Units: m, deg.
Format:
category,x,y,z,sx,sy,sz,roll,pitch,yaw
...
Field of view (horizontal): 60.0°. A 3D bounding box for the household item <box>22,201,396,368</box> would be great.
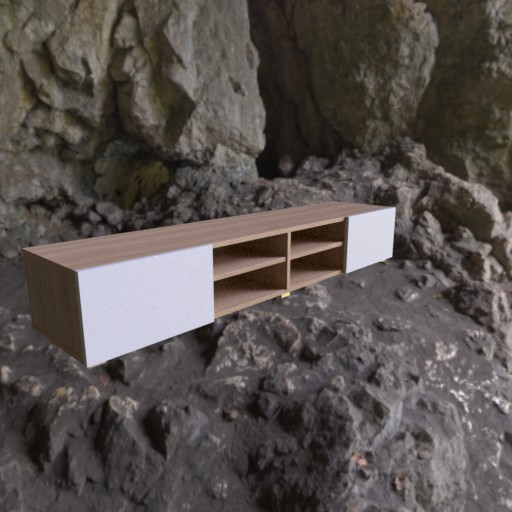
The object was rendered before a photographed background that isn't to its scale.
category,x,y,z,sx,sy,sz,roll,pitch,yaw
household item,0.000,0.000,2.043,0.420,0.310,1.850,13,19,42
